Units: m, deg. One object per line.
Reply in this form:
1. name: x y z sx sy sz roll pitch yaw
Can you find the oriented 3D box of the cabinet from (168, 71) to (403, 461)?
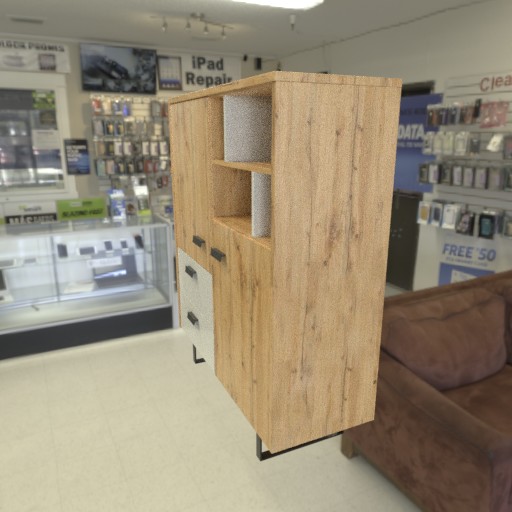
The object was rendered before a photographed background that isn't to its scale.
1. cabinet: 0.000 0.000 1.995 0.473 1.397 1.168 -7 17 -24
